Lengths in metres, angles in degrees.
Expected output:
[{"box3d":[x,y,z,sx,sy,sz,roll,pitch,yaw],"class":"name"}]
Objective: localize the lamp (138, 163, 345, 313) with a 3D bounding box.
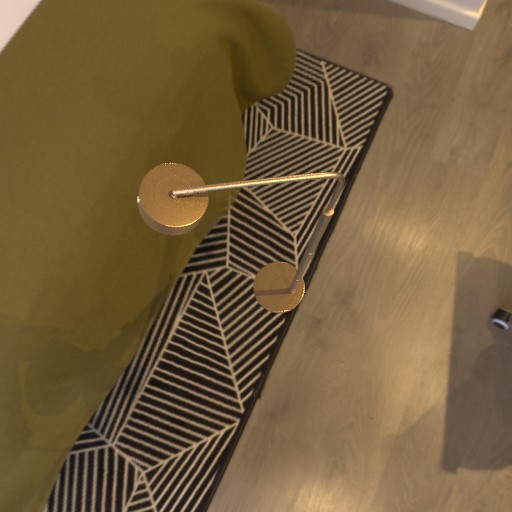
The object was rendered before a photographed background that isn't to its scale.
[{"box3d":[0.000,0.000,1.336,0.418,1.230,0.219,-6,76,-1],"class":"lamp"}]
